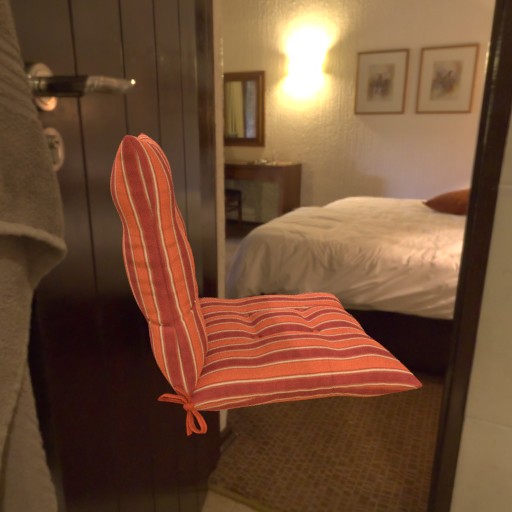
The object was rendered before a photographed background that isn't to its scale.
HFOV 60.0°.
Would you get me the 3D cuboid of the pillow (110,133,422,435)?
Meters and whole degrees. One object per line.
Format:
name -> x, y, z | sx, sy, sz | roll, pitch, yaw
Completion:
pillow -> 0.000, 0.000, 1.003 | 0.585, 0.536, 0.541 | -3, 16, -11
